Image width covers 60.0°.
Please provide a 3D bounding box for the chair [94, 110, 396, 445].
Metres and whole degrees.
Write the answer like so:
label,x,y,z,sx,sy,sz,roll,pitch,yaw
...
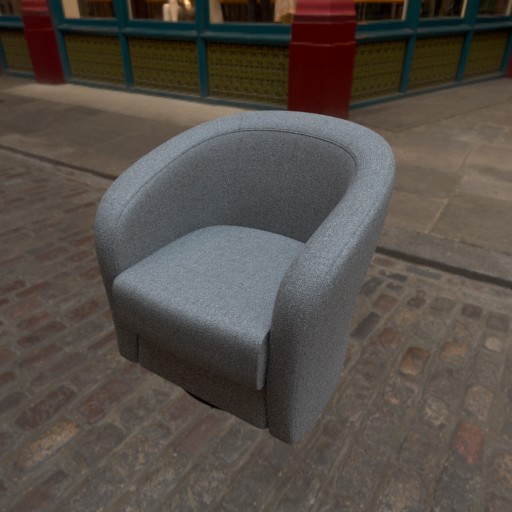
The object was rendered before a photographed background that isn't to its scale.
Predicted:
label,x,y,z,sx,sy,sz,roll,pitch,yaw
chair,0.000,0.000,1.464,0.791,0.771,0.815,18,36,27
